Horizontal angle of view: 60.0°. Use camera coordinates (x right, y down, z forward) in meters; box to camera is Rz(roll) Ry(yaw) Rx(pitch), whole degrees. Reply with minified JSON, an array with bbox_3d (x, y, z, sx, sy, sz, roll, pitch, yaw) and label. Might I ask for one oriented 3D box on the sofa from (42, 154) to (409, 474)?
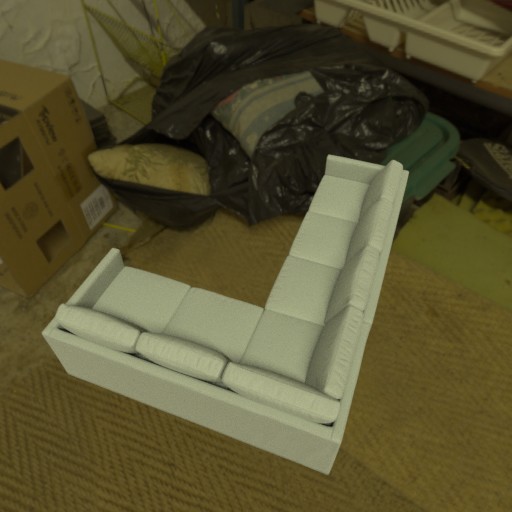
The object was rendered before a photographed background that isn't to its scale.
[{"bbox_3d":[0.000,0.000,4.375,2.432,0.871,3.182,16,49,14],"label":"sofa"}]
